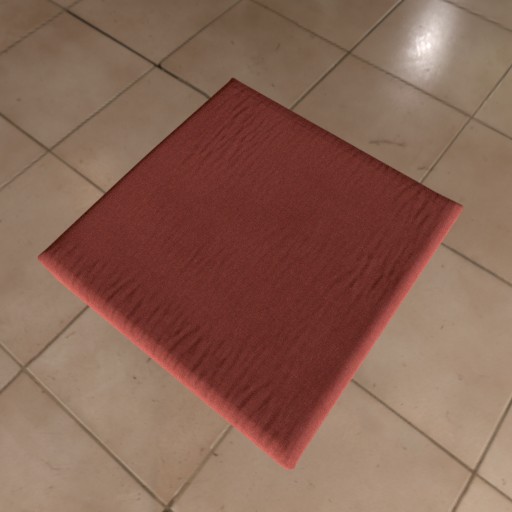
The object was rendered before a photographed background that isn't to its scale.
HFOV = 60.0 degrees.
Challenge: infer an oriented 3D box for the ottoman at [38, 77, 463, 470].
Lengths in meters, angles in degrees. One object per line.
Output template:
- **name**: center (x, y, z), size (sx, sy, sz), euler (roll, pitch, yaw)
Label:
- **ottoman**: center (0.000, 0.000, 1.423), size (0.889, 0.411, 0.890), euler (35, 69, 15)
